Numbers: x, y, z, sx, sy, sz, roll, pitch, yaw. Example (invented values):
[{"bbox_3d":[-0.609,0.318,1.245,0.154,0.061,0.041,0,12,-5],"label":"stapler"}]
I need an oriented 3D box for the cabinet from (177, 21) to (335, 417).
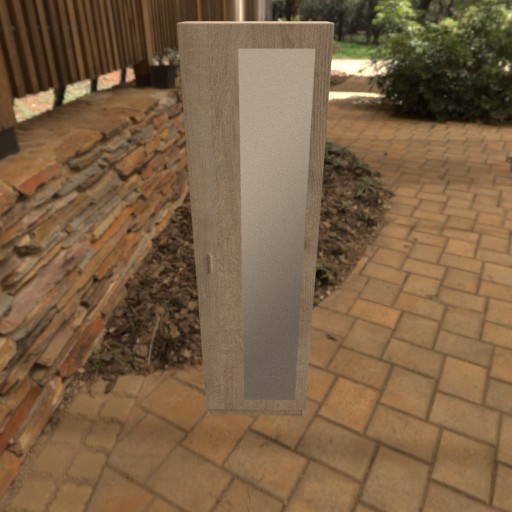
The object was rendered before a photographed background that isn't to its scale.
[{"bbox_3d":[0.000,0.000,1.919,0.500,1.790,0.230,0,29,1],"label":"cabinet"}]
